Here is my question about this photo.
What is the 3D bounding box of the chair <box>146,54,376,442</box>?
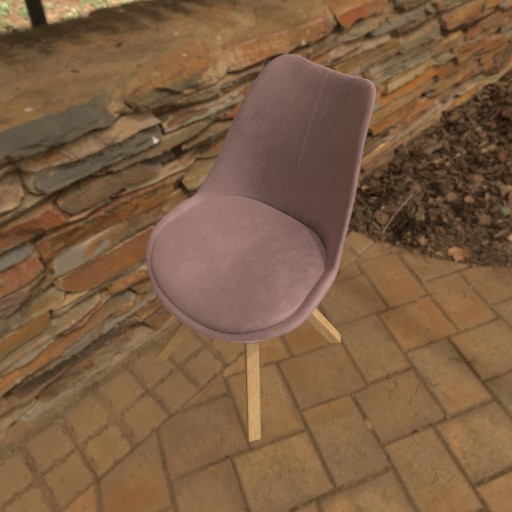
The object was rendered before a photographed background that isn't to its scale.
[{"bbox_3d":[0.000,0.000,1.180,0.485,0.850,0.550,32,54,26],"label":"chair"}]
